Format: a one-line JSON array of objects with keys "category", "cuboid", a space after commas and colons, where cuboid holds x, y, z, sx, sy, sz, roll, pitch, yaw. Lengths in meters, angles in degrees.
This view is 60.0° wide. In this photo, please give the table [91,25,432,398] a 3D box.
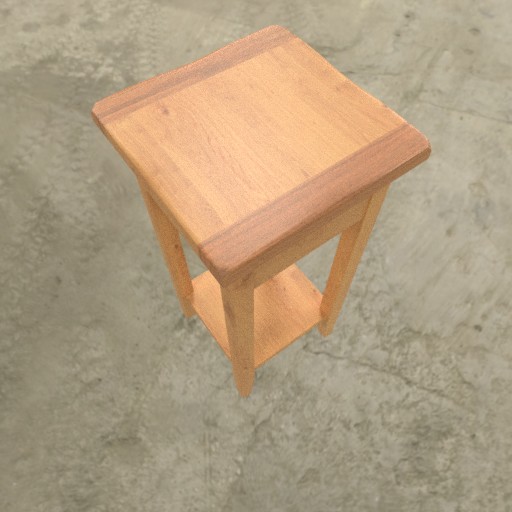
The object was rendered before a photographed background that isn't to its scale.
[{"category": "table", "cuboid": [0.000, 0.000, 0.956, 0.360, 0.740, 0.360, -32, 64, -18]}]
